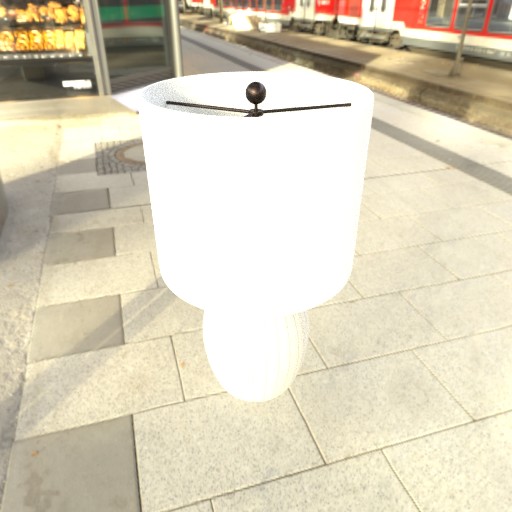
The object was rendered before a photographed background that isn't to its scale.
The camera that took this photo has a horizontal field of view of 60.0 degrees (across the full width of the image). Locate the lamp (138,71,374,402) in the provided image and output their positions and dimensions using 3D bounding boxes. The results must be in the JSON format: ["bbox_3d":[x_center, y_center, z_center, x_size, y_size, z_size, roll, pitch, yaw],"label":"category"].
[{"bbox_3d":[0.000,0.000,0.768,0.328,0.570,0.328,0,31,0],"label":"lamp"}]
